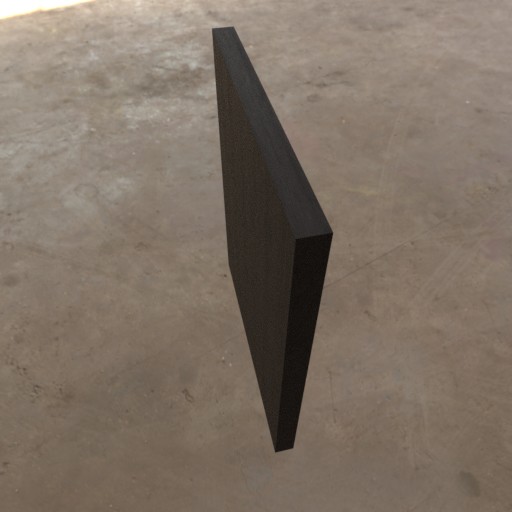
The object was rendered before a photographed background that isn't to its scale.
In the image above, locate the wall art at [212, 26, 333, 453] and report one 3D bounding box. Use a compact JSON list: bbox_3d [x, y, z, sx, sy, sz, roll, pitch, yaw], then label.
[{"bbox_3d":[0.000,0.000,0.736,0.034,0.552,0.455,-10,49,-9],"label":"wall art"}]
